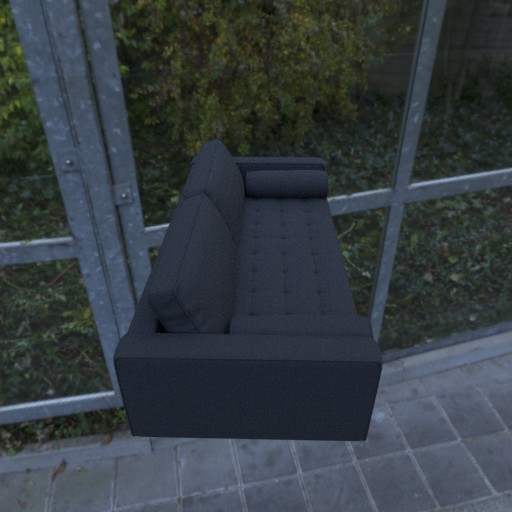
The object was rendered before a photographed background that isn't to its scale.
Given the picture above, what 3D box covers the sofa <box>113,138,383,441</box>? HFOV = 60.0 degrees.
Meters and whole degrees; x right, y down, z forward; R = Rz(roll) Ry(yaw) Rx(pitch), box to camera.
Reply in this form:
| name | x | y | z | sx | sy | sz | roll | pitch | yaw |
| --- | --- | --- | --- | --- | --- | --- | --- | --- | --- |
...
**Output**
| name | x | y | z | sx | sy | sz | roll | pitch | yaw |
| --- | --- | --- | --- | --- | --- | --- | --- | --- | --- |
| sofa | 0.000 | 0.000 | 2.323 | 0.914 | 0.759 | 1.875 | 1 | 33 | 1 |
